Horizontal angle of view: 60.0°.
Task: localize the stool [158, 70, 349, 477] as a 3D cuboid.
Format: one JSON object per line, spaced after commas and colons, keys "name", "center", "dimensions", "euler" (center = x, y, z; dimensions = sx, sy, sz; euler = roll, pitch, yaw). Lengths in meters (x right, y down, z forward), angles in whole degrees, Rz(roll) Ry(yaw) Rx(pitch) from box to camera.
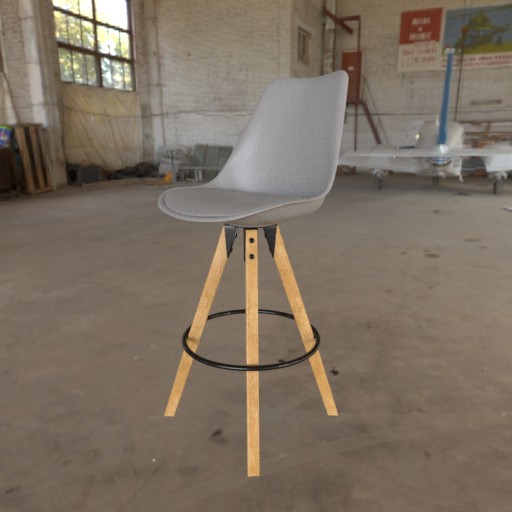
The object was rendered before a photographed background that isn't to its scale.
{"name": "stool", "center": [0.000, 0.000, 1.394], "dimensions": [0.485, 1.115, 0.550], "euler": [14, 20, 42]}
